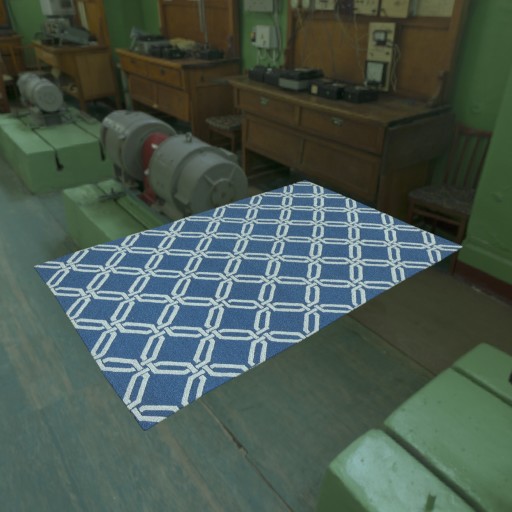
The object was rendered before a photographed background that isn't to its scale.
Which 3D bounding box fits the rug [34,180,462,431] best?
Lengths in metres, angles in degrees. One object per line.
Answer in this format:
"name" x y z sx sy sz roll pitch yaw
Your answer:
"rug" 0.000 0.000 2.143 1.755 0.010 1.153 -22 38 -32
